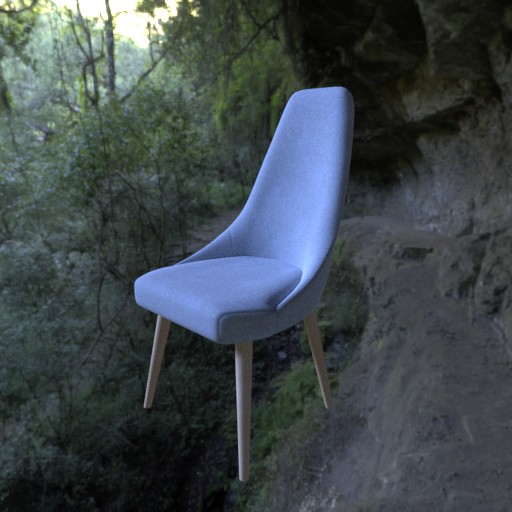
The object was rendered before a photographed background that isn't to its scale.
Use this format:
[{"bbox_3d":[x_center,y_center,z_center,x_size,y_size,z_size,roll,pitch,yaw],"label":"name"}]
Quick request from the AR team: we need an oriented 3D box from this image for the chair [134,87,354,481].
[{"bbox_3d":[0.000,0.000,1.400,0.510,1.040,0.660,14,21,42],"label":"chair"}]
